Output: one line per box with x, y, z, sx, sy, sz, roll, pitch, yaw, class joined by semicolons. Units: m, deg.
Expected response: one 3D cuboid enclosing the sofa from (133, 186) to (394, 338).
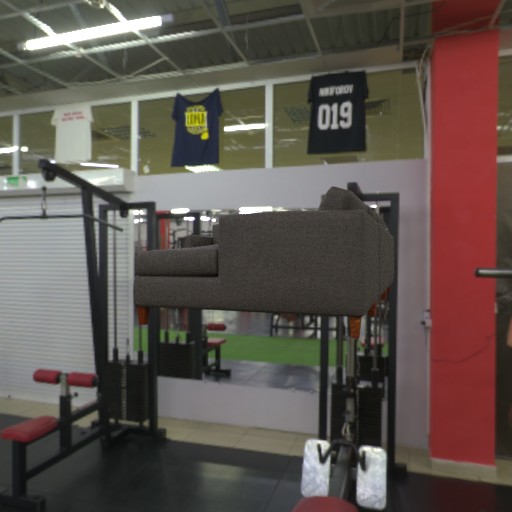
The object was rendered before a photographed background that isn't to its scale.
0.000;0.000;4.588;2.594;0.961;3.460;0;0;20;sofa
